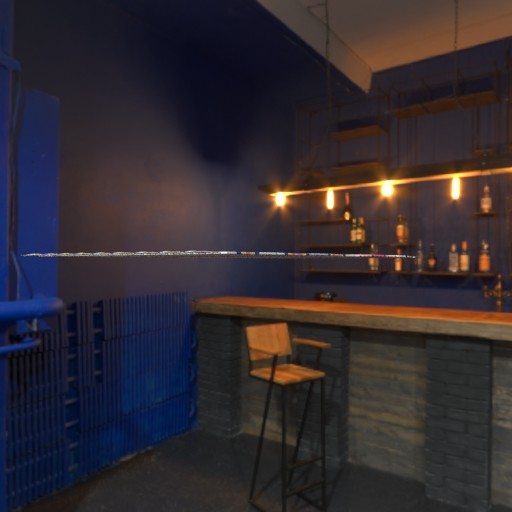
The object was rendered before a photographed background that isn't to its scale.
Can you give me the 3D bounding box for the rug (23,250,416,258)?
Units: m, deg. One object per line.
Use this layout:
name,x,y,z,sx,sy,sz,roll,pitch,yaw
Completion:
rug,0.000,0.000,2.263,1.084,0.013,1.849,-1,-1,37
